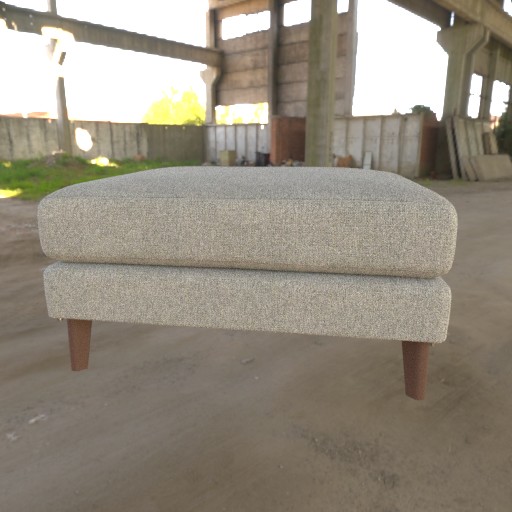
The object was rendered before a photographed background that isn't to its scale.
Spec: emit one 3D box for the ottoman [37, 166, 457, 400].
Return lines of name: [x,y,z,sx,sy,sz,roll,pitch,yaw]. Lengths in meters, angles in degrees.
ottoman: [0.000,0.000,1.151,0.821,0.441,0.611,2,15,9]
